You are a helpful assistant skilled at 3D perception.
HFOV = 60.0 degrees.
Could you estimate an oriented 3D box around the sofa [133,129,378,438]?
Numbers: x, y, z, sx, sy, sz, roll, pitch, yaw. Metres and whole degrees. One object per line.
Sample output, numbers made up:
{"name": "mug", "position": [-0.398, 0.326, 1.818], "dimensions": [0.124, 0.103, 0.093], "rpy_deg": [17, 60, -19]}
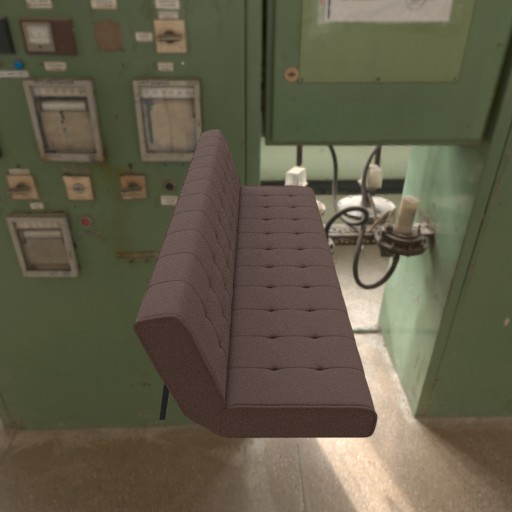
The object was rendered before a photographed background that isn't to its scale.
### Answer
{"name": "sofa", "position": [0.000, 0.000, 2.052], "dimensions": [0.747, 0.699, 1.703], "rpy_deg": [0, 32, 0]}
